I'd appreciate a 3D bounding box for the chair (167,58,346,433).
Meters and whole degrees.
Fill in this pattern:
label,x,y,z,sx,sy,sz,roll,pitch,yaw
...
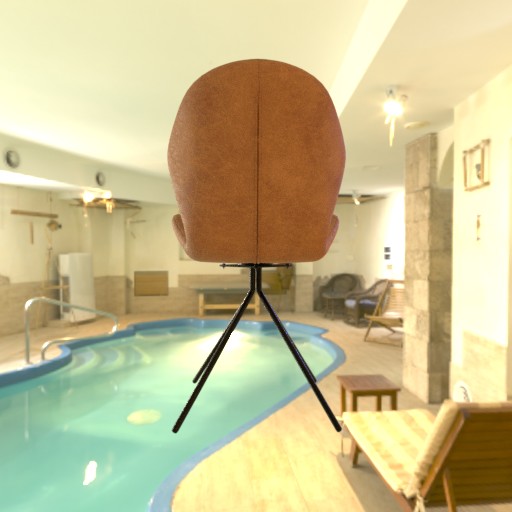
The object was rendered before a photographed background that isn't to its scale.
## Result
label,x,y,z,sx,sy,sz,roll,pitch,yaw
chair,0.000,0.000,1.336,0.527,0.929,0.640,0,1,-1
